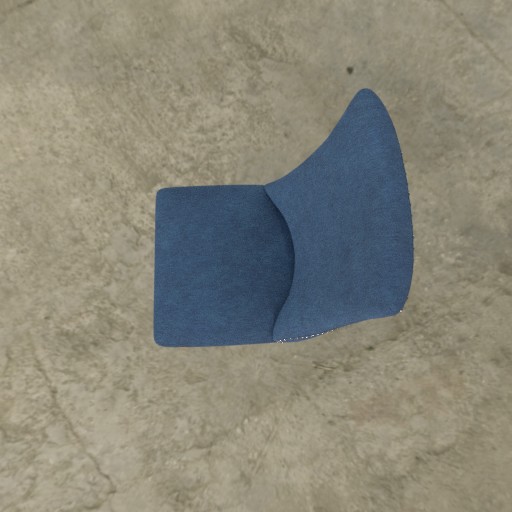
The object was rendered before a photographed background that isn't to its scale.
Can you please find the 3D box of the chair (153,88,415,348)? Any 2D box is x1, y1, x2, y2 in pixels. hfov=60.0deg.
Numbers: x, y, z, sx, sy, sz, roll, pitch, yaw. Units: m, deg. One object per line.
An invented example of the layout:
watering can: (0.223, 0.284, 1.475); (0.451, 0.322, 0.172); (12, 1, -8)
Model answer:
chair: (0.000, 0.000, 1.285); (0.610, 0.902, 0.495); (-2, 75, -1)
